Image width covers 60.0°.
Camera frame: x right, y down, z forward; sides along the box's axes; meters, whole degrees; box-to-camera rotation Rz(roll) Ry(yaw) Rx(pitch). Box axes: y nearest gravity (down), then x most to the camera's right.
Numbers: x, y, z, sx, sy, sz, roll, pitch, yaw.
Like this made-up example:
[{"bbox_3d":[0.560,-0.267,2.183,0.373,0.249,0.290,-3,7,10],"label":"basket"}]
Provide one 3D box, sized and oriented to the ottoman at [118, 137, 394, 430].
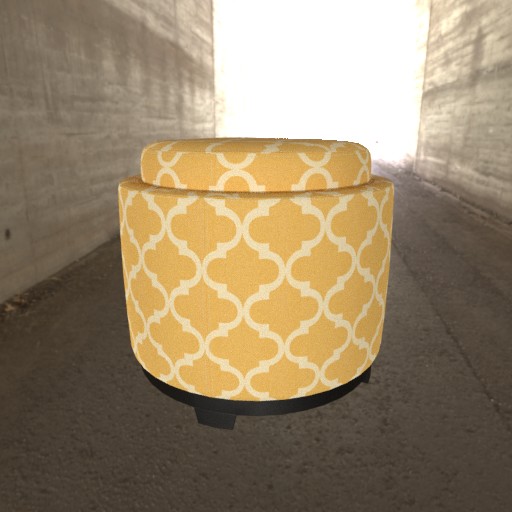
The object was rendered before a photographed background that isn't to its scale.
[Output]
[{"bbox_3d":[0.000,0.000,0.831,0.480,0.429,0.480,0,16,0],"label":"ottoman"}]
